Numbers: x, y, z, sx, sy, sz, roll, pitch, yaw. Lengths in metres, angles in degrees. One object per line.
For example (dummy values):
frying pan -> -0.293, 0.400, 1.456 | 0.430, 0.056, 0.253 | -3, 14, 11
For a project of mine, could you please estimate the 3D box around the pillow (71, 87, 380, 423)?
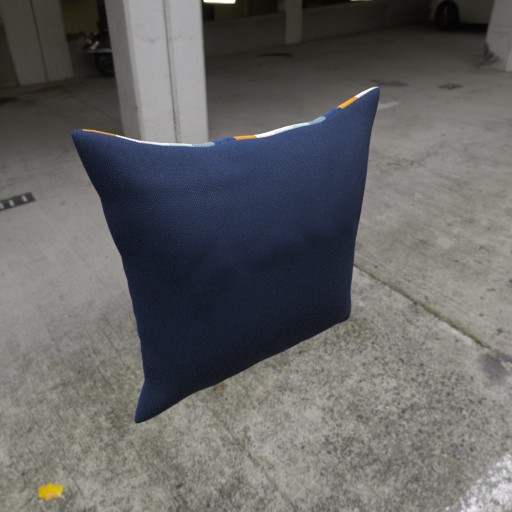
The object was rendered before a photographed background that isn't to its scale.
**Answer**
pillow -> 0.000, 0.000, 0.685 | 0.463, 0.454, 0.173 | -19, 36, -29
